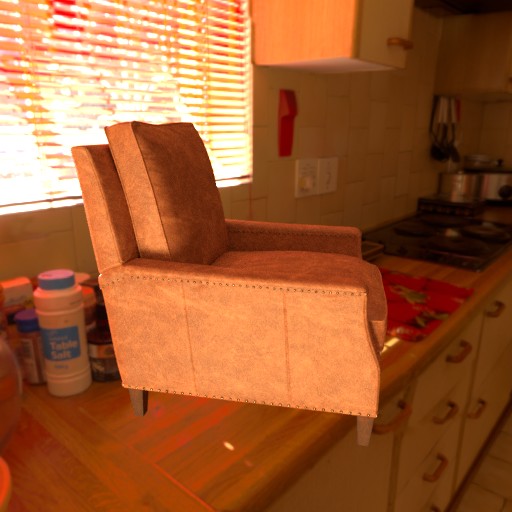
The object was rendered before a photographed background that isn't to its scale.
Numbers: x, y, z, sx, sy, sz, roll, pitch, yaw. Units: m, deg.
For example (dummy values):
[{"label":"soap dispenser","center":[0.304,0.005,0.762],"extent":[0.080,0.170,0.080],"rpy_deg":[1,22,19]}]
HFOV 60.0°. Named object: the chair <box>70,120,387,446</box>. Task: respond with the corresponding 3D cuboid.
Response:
[{"label":"chair","center":[0.000,0.000,1.810],"extent":[1.035,1.054,0.854],"rpy_deg":[3,16,11]}]
